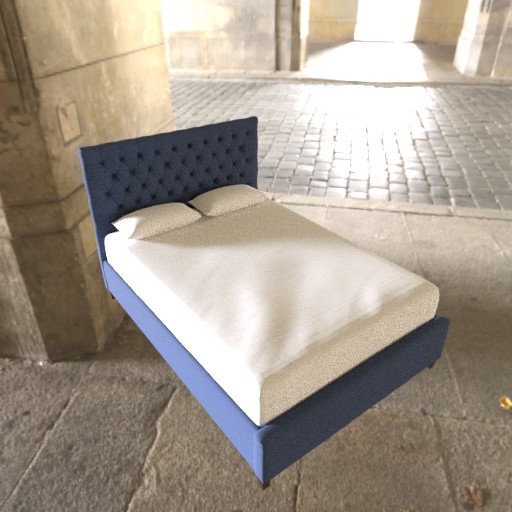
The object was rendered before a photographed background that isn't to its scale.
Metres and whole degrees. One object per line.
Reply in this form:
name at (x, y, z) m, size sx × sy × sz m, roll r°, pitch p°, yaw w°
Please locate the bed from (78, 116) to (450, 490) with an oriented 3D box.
bed at (0.000, 0.000, 3.381) m, size 1.706 × 1.427 × 2.387 m, roll -21°, pitch 37°, yaw -31°
